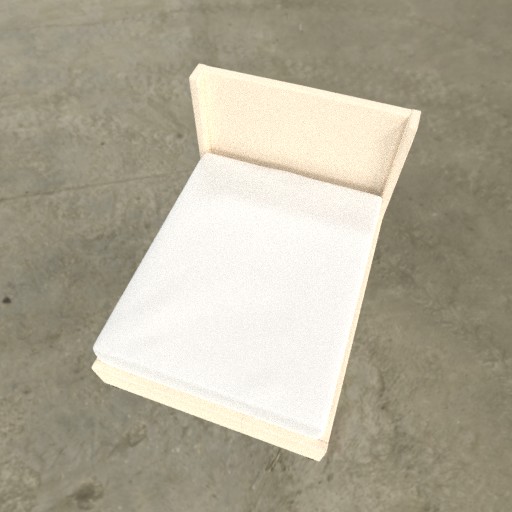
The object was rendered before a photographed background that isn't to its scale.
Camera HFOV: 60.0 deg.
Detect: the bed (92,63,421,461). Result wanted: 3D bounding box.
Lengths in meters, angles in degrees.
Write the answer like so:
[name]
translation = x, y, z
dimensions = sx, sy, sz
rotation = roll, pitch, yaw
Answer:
[bed]
translation = 0.000, 0.000, 3.410
dimensions = 1.765, 1.471, 2.280
rotation = 16, 58, 10
